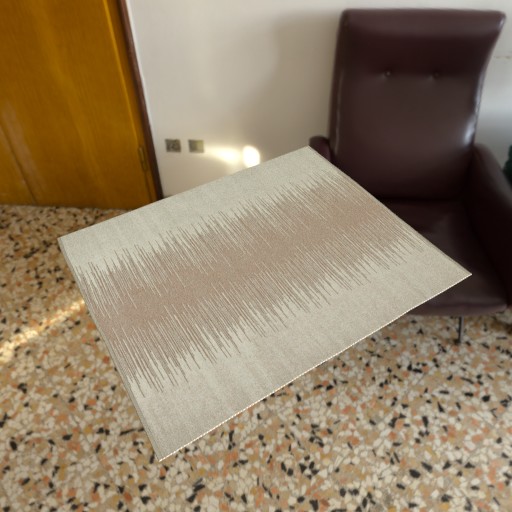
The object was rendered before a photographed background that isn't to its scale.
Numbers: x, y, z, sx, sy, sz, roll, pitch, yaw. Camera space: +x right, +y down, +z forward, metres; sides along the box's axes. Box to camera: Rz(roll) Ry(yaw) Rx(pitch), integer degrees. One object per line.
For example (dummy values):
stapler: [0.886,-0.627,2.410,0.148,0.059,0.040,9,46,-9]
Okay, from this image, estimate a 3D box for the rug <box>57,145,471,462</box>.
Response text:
rug: [0.000,0.000,4.130,3.048,0.013,2.438,-25,51,-21]
